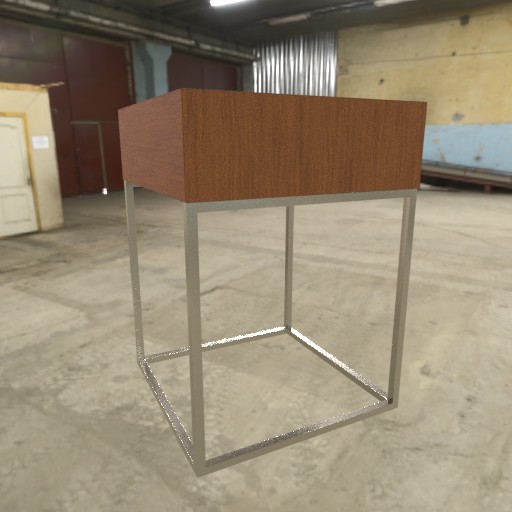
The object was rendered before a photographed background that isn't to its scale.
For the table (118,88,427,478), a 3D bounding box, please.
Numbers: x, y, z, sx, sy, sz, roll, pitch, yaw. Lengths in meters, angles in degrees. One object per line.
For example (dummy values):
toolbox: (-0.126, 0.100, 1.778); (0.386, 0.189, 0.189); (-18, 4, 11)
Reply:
table: (0.000, 0.000, 0.842); (0.398, 0.540, 0.397); (-7, 16, -26)
